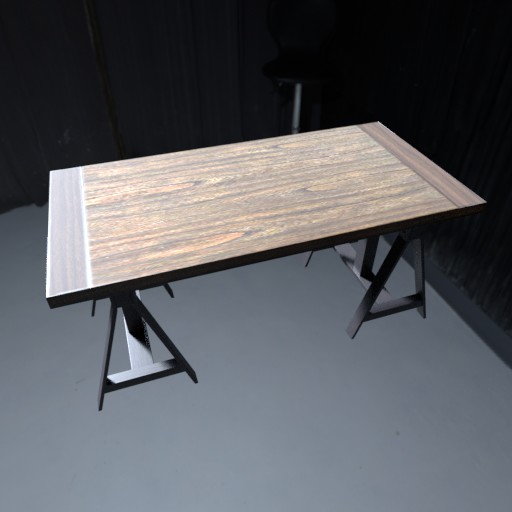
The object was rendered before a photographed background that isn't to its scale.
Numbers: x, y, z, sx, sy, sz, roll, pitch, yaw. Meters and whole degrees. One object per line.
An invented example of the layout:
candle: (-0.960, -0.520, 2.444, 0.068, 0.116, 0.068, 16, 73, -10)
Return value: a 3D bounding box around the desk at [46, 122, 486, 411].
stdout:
desk: (0.000, 0.000, 1.957, 1.543, 0.725, 0.784, -12, 42, -14)
